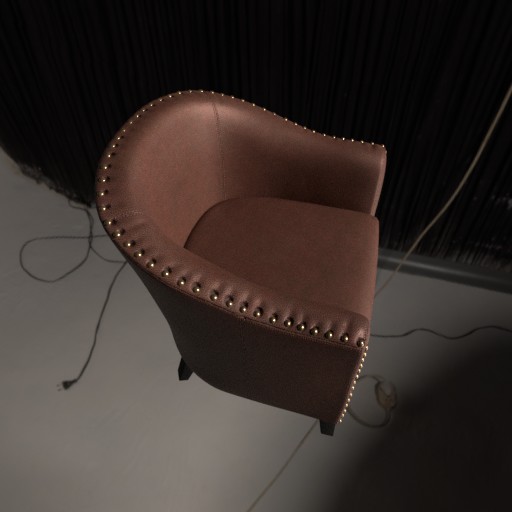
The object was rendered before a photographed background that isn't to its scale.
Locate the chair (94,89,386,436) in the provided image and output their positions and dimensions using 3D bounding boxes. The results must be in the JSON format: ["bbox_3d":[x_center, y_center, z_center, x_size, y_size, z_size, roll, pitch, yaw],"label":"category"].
[{"bbox_3d":[0.000,0.000,1.406,0.748,0.823,0.794,11,48,10],"label":"chair"}]
